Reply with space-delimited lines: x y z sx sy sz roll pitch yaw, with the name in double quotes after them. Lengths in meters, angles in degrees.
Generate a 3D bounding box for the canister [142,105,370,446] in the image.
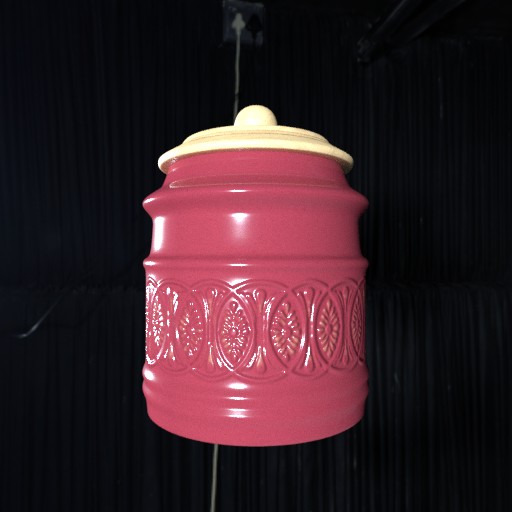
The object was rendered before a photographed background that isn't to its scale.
0.000 0.000 0.262 0.130 0.176 0.130 0 -1 0 "canister"
